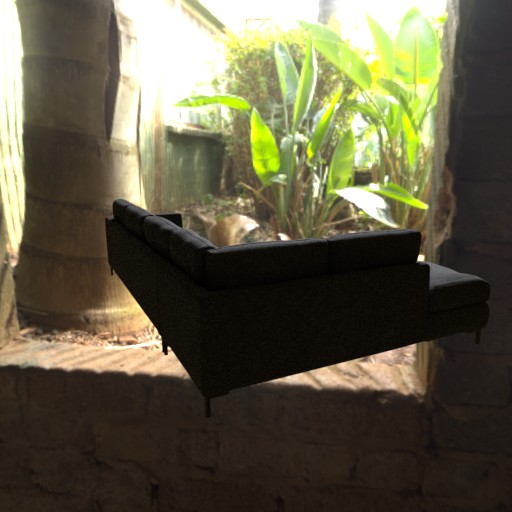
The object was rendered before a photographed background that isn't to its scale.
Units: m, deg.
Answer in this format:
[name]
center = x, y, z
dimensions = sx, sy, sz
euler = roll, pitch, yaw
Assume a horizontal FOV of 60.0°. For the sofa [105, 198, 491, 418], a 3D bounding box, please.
[sofa]
center = 0.000, 0.000, 3.721
dimensions = 2.007, 0.815, 2.949
euler = -6, 15, -26
